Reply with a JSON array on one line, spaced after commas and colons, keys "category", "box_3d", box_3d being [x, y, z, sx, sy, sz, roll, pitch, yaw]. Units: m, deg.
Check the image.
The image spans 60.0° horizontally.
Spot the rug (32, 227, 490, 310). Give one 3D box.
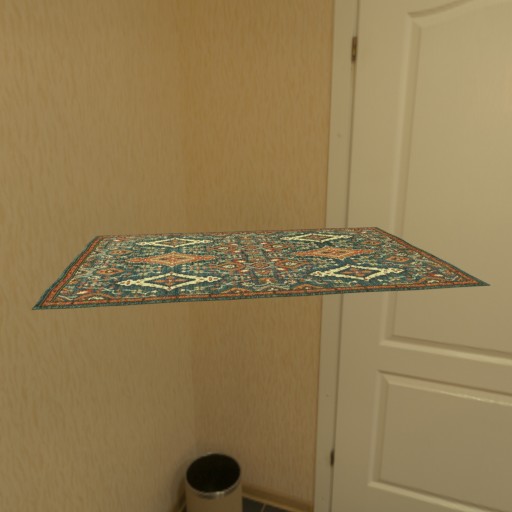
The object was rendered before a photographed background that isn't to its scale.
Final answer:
[{"category": "rug", "box_3d": [0.000, 0.000, 4.209, 3.371, 0.008, 2.190, -2, 16, -8]}]
